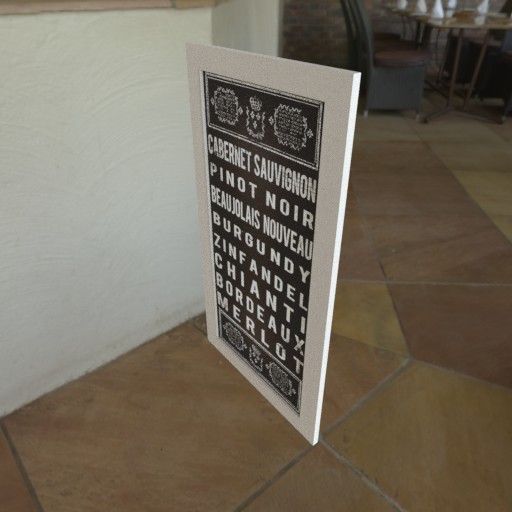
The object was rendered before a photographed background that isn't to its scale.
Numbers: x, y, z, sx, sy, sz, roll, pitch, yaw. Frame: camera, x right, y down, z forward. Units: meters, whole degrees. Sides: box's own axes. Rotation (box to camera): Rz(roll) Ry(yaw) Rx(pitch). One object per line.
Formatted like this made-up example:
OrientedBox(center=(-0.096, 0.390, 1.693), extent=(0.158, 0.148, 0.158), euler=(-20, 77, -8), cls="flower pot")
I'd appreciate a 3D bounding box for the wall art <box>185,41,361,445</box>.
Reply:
OrientedBox(center=(0.000, 0.000, 0.817), extent=(0.013, 0.683, 0.380), euler=(-22, 38, -31), cls="wall art")
